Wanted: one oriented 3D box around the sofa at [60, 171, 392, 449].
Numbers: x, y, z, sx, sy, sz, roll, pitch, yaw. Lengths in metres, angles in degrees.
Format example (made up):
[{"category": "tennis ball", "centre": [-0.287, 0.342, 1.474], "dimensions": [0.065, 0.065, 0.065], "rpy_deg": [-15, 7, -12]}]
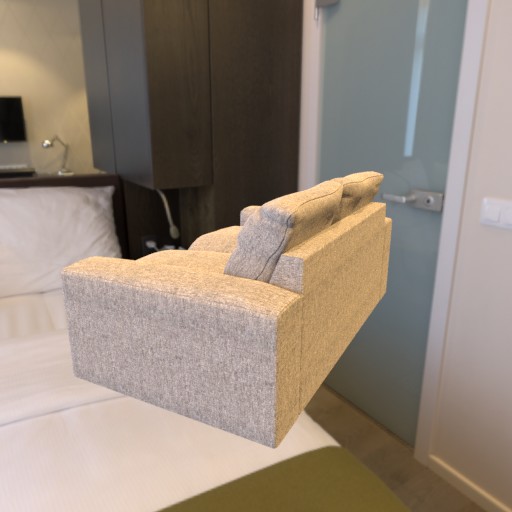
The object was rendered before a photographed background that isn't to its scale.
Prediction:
[{"category": "sofa", "centre": [0.000, 0.000, 2.430], "dimensions": [1.094, 0.877, 1.758], "rpy_deg": [8, 18, 27]}]
